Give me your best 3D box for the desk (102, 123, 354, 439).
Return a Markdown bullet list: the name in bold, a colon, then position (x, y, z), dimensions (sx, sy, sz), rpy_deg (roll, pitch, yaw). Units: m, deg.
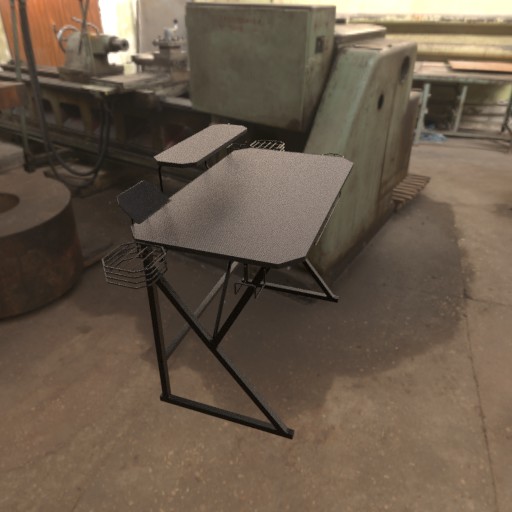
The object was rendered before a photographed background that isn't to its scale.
- **desk**: position (0.000, 0.000, 1.758), dimensions (0.580, 0.880, 1.290), rpy_deg (10, 31, 17)
